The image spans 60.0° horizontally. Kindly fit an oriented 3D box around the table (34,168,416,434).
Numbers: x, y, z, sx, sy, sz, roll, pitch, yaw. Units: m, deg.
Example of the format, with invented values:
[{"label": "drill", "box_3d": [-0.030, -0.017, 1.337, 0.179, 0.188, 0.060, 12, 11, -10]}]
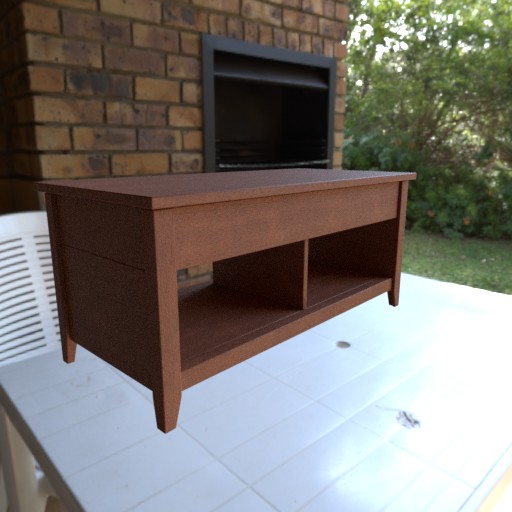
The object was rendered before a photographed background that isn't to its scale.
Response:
[{"label": "table", "box_3d": [0.000, 0.000, 1.296, 0.483, 0.457, 1.016, 12, 18, 42]}]
